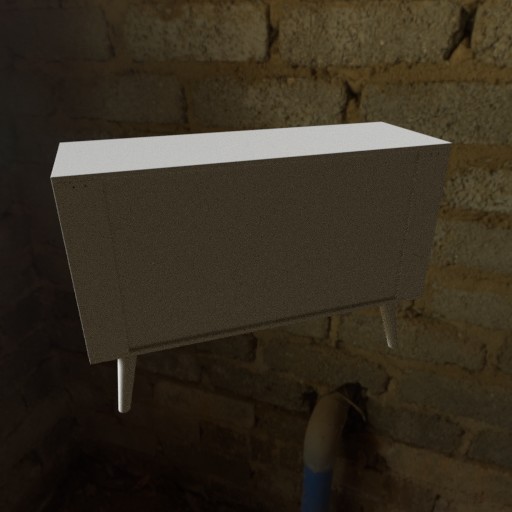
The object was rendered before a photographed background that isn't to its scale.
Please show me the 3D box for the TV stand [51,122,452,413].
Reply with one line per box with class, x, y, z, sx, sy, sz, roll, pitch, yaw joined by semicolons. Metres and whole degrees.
TV stand;0.000;0.000;1.604;1.193;0.812;0.406;-9;28;-17
